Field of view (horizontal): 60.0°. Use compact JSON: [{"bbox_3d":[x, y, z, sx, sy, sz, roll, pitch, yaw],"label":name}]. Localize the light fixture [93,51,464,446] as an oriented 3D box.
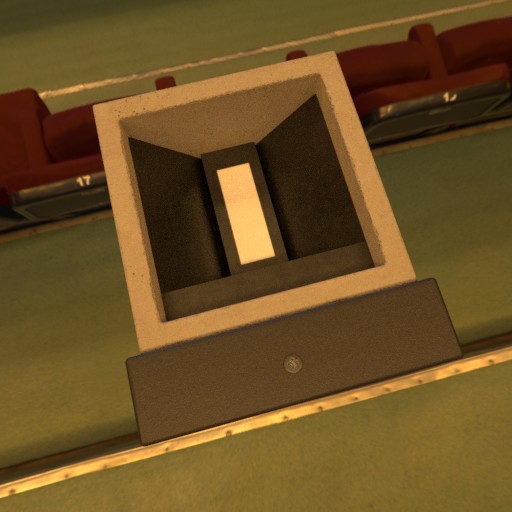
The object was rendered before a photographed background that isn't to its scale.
[{"bbox_3d":[0.000,0.000,0.233,0.121,0.121,0.143,-14,76,-4],"label":"light fixture"}]
